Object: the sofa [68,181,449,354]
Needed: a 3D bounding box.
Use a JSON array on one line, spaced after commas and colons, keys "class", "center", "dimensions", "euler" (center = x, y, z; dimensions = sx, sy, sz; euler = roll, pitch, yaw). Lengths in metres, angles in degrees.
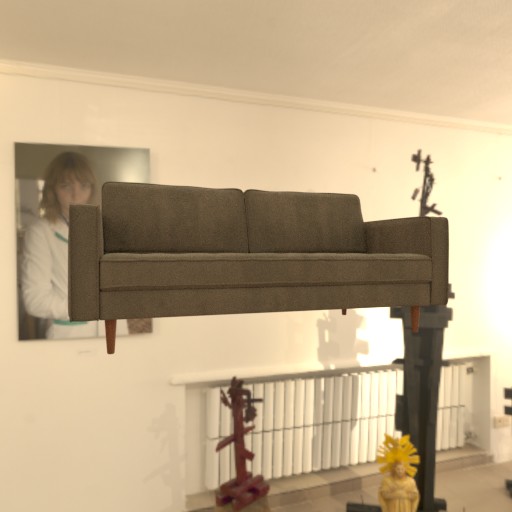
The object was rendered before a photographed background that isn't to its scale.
[{"class": "sofa", "center": [0.000, 0.000, 2.486], "dimensions": [1.920, 0.825, 0.924], "euler": [0, 0, -19]}]
